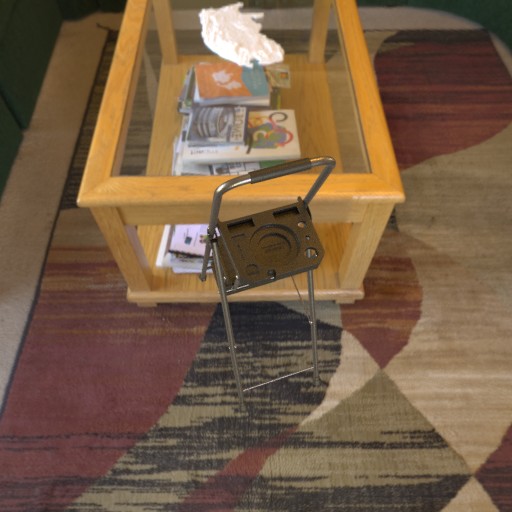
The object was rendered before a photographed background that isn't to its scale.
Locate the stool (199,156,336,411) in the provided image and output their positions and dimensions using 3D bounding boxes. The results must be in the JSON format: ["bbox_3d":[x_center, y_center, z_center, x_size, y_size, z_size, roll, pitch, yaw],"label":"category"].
[{"bbox_3d":[0.000,0.000,1.629,0.396,1.277,0.733,-16,59,-10],"label":"stool"}]
